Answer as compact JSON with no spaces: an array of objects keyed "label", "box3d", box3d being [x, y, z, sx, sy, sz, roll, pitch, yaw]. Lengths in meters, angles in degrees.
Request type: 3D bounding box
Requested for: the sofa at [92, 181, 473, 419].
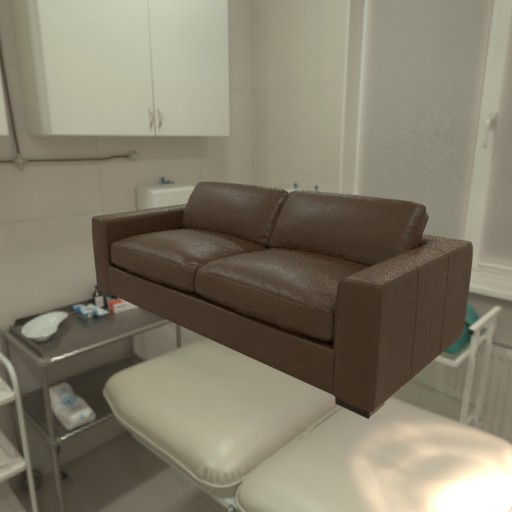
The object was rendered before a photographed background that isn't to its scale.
[{"label":"sofa","box3d":[0.000,0.000,2.801,2.262,0.801,1.070,14,20,41]}]
